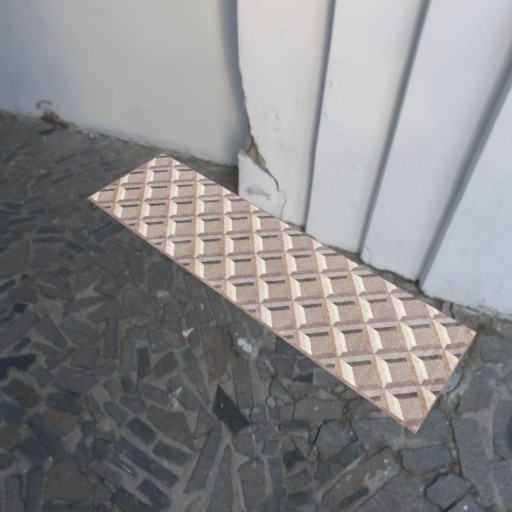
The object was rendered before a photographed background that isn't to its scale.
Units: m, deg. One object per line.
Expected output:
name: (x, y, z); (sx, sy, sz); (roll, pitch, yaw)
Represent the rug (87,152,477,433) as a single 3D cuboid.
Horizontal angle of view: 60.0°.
rug: (0.000, 0.000, 2.655); (2.437, 0.013, 0.685); (32, 56, 26)
